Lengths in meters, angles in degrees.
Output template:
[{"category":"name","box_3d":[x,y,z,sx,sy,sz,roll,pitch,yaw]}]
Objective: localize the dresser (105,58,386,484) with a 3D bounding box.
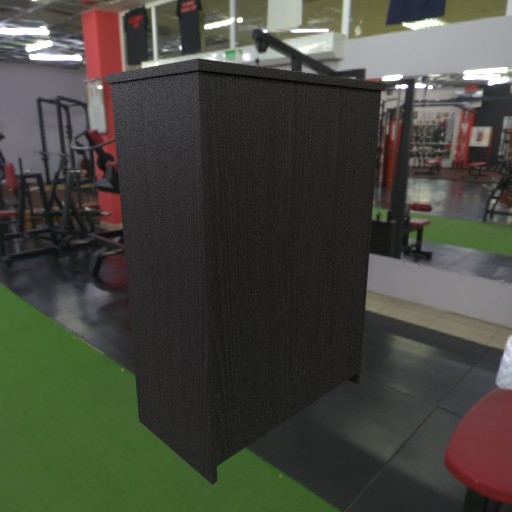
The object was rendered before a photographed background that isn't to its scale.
[{"category":"dresser","box_3d":[0.000,0.000,1.372,0.704,1.020,0.399,-15,22,-42]}]
